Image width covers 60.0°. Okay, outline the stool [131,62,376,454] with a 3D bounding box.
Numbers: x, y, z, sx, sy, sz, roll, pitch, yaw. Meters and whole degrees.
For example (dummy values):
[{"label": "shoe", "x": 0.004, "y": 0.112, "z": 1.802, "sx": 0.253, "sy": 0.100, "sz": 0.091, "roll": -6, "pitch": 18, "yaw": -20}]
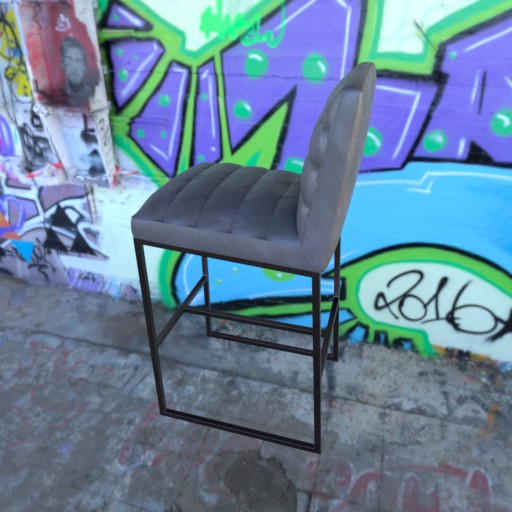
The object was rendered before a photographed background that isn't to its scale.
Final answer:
[{"label": "stool", "x": 0.000, "y": 0.000, "z": 1.332, "sx": 0.562, "sy": 1.065, "sz": 0.463, "roll": 8, "pitch": 31, "yaw": 14}]
